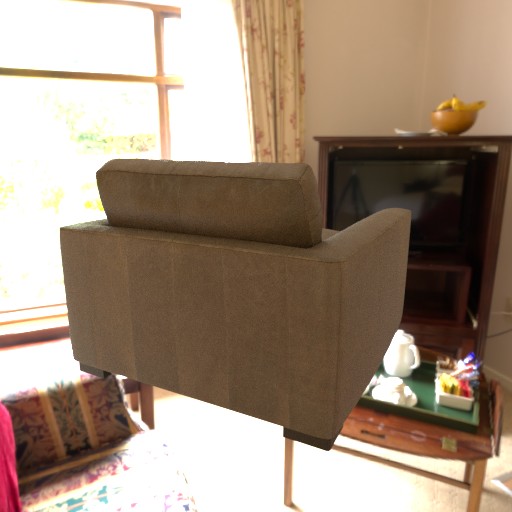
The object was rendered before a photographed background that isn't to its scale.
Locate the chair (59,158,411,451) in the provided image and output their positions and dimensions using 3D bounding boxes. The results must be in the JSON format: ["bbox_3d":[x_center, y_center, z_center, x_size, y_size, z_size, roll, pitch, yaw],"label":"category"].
[{"bbox_3d":[0.000,0.000,1.841,1.106,0.807,1.080,7,16,27],"label":"chair"}]
